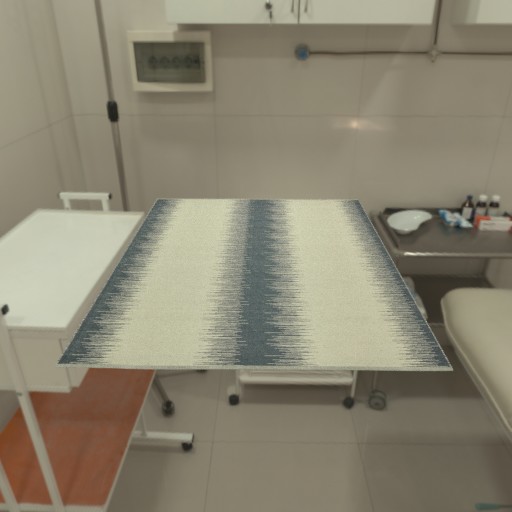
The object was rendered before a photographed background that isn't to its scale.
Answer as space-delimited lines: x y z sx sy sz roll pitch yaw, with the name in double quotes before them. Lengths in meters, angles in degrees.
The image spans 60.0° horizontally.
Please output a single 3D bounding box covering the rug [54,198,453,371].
"rug" 0.000 0.000 4.055 2.453 0.004 3.037 0 27 1
